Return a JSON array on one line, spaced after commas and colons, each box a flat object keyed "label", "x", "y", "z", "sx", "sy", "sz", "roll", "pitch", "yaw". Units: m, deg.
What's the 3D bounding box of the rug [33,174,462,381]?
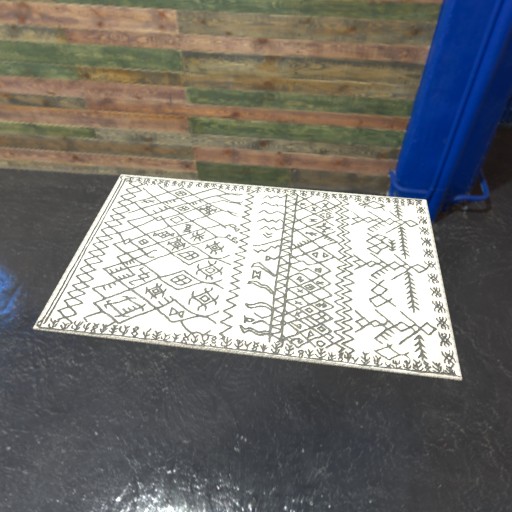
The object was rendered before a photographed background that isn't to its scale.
[{"label": "rug", "x": 0.000, "y": 0.000, "z": 3.012, "sx": 2.444, "sy": 0.012, "sz": 1.526, "roll": 6, "pitch": 47, "yaw": 5}]
